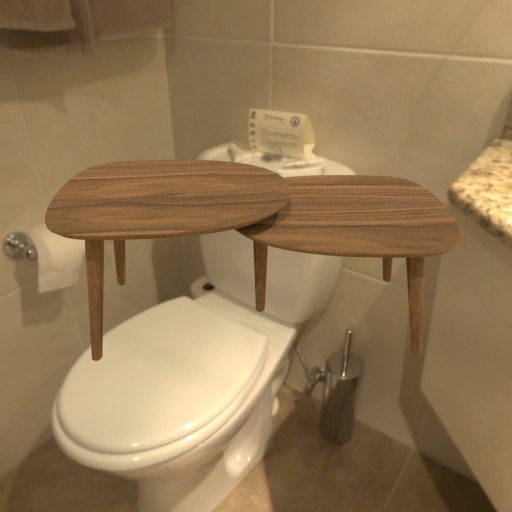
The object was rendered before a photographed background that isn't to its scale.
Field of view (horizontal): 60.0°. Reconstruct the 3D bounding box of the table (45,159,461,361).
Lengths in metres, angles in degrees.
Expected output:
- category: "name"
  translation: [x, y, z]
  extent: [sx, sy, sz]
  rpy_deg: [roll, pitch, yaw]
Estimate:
- category: "table"
  translation: [0.000, 0.000, 1.334]
  extent: [1.084, 0.429, 0.527]
  rpy_deg: [-1, 31, -1]
